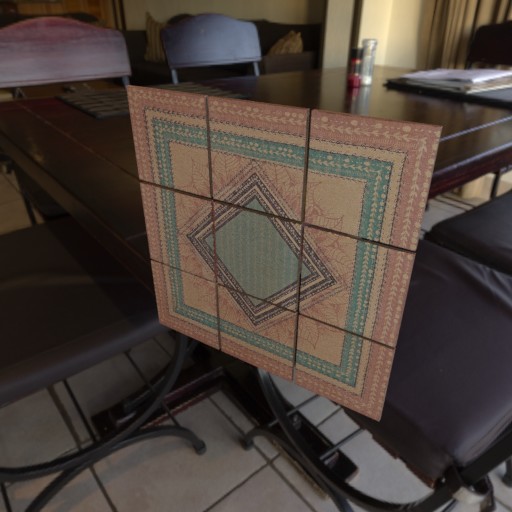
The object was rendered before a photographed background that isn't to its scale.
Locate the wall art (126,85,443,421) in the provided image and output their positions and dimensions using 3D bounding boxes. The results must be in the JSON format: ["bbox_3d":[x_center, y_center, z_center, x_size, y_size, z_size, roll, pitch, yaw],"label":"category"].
[{"bbox_3d":[0.000,0.000,1.367,0.915,0.914,0.013,18,35,27],"label":"wall art"}]
